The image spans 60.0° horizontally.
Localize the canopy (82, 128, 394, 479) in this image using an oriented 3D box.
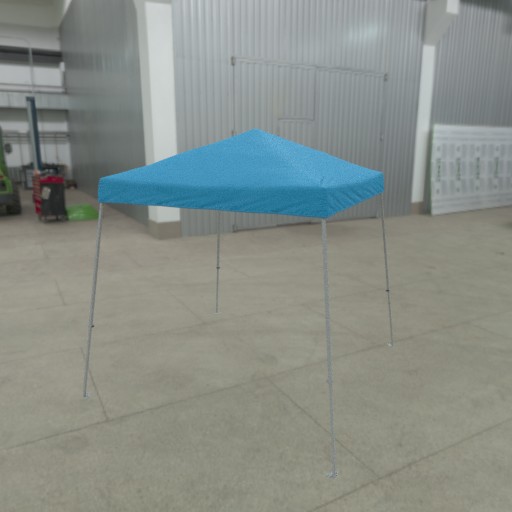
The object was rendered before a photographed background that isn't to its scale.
[{"bbox_3d":[0.000,0.000,5.151,2.849,2.850,2.850,7,15,25],"label":"canopy"}]
